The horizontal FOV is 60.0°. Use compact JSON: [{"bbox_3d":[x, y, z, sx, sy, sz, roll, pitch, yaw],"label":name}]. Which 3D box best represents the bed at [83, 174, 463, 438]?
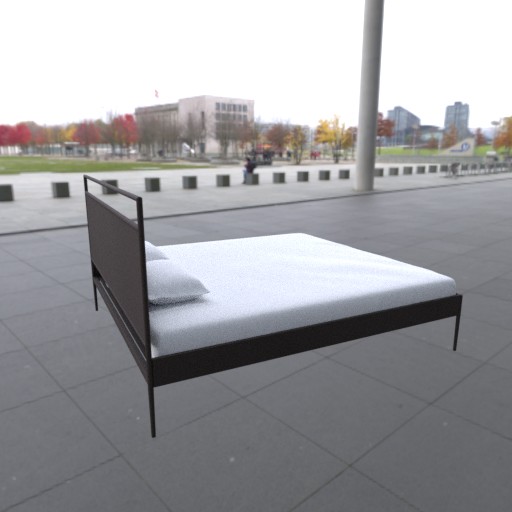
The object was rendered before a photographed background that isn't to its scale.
[{"bbox_3d":[0.000,0.000,3.359,2.151,1.173,1.993,-7,15,-26],"label":"bed"}]
